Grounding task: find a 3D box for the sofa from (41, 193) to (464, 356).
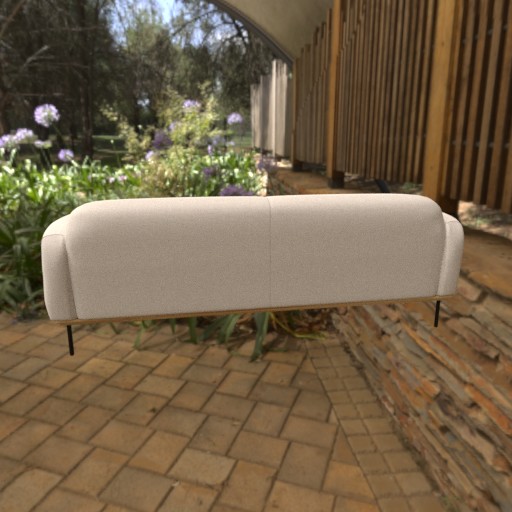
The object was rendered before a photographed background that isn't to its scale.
[{"bbox_3d":[0.000,0.000,2.648,2.257,0.780,0.880,-3,14,-10],"label":"sofa"}]
